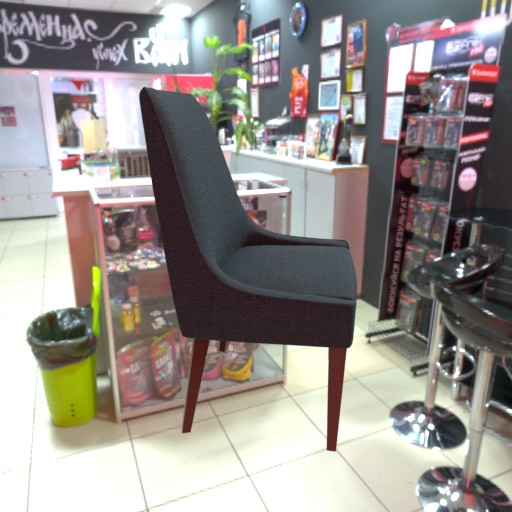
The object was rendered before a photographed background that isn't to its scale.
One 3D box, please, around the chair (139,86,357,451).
[{"bbox_3d":[0.000,0.000,1.221,0.544,0.861,0.529,3,18,9],"label":"chair"}]
